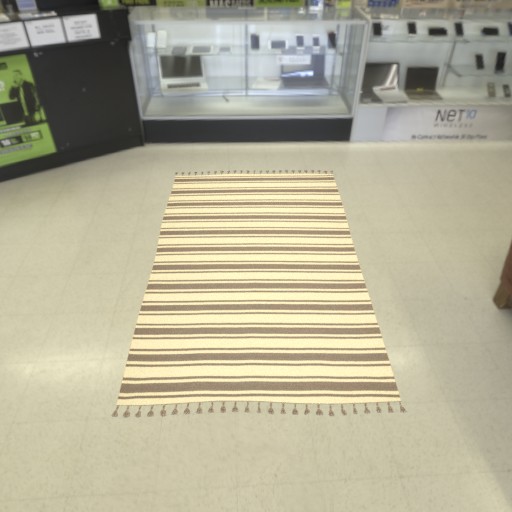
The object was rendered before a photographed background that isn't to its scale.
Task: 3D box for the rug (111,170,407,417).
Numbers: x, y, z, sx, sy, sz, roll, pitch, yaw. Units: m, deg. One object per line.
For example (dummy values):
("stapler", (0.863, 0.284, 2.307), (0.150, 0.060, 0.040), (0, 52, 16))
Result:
("rug", (0.000, 0.000, 2.642), (1.229, 0.011, 2.096), (-1, 39, -1))
